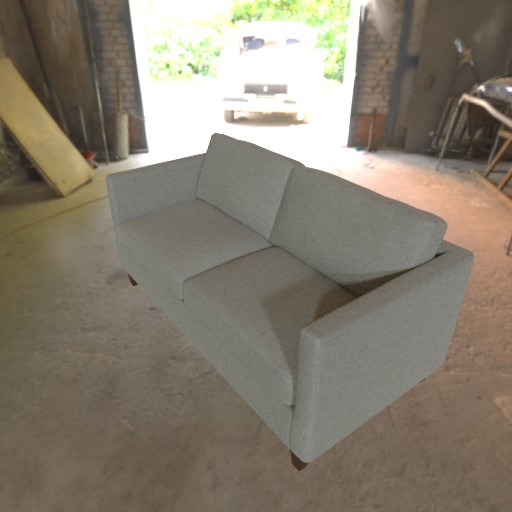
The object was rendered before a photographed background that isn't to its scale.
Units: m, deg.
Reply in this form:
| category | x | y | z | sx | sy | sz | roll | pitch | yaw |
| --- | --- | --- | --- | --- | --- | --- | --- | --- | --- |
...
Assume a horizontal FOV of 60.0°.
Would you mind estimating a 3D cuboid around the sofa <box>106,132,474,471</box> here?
| category | x | y | z | sx | sy | sz | roll | pitch | yaw |
| --- | --- | --- | --- | --- | --- | --- | --- | --- | --- |
| sofa | 0.000 | 0.000 | 2.403 | 0.951 | 0.947 | 1.884 | -21 | 37 | -31 |
